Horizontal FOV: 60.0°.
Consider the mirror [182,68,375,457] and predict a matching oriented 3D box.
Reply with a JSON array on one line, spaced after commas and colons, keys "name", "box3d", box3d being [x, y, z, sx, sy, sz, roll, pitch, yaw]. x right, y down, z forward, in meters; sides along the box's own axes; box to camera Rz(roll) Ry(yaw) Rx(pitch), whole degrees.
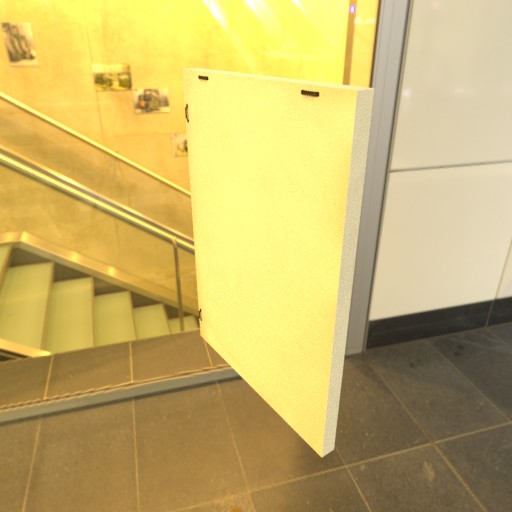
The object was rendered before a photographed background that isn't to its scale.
[{"name": "mirror", "box3d": [0.000, 0.000, 0.942, 0.040, 0.710, 0.507, -18, 32, -31]}]
